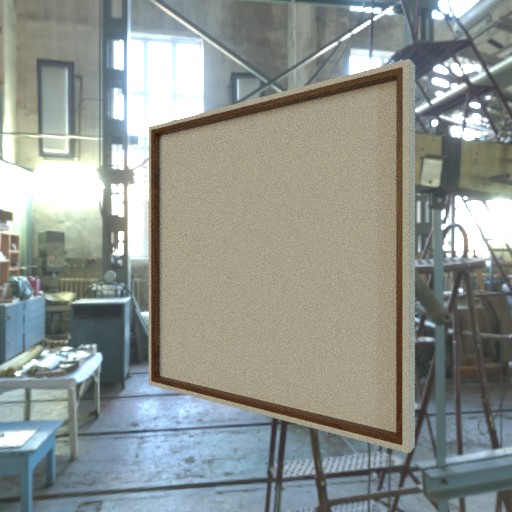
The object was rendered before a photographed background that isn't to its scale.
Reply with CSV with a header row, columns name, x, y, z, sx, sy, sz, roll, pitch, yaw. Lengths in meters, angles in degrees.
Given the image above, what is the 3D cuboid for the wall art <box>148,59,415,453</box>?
name,x,y,z,sx,sy,sz,roll,pitch,yaw
wall art,0.000,0.000,1.087,0.757,0.757,0.037,0,0,36
